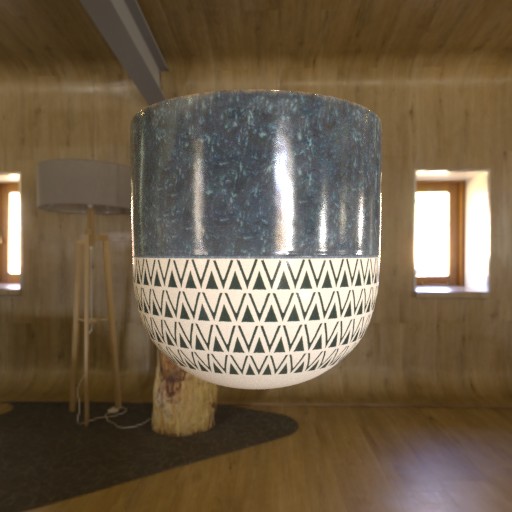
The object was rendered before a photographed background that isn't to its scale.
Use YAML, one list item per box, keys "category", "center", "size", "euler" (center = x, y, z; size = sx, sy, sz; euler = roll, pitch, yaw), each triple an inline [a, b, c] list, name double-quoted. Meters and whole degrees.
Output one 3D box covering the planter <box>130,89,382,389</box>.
- category: "planter"
  center: [0.000, 0.000, 0.487]
  size: [0.266, 0.270, 0.266]
  euler: [0, 1, 0]
